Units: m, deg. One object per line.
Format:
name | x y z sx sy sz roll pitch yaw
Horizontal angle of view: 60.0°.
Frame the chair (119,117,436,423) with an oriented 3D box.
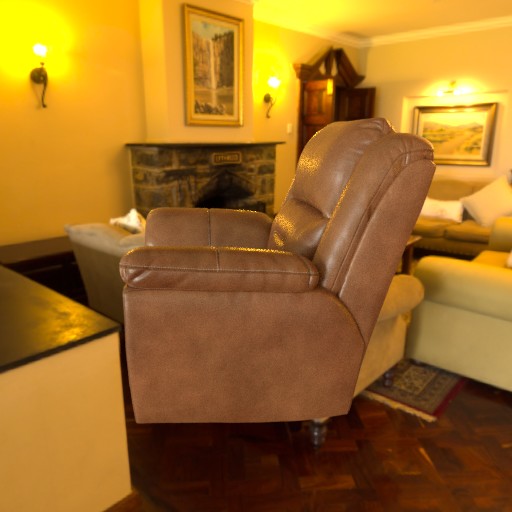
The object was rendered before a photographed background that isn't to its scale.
chair | 0.000 0.000 1.854 1.041 1.093 0.990 -2 15 -7
